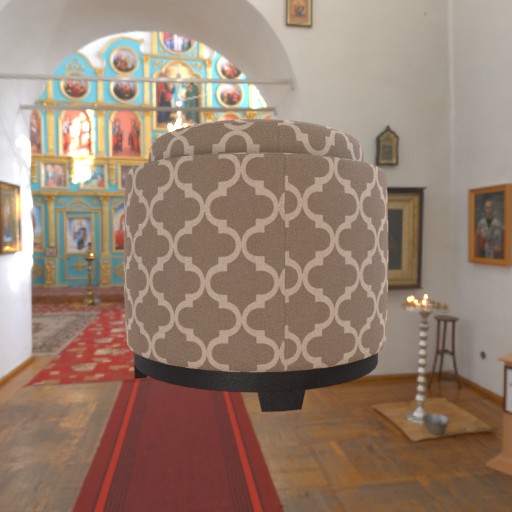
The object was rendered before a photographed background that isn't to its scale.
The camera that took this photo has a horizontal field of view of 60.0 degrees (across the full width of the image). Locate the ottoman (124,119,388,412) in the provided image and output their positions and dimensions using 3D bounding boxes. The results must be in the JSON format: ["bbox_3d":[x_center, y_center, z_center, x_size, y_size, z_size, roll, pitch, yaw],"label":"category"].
[{"bbox_3d":[0.000,0.000,0.839,0.480,0.429,0.480,0,1,0],"label":"ottoman"}]
